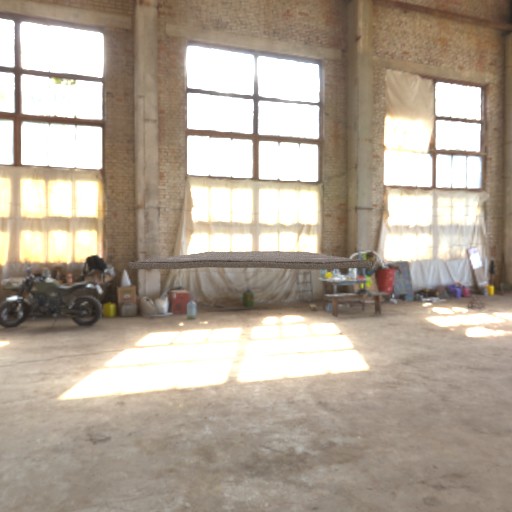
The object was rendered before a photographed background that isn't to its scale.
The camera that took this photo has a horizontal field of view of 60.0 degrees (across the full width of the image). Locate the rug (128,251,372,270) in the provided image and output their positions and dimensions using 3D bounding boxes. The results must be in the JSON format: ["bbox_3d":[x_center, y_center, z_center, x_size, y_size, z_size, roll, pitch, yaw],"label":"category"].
[{"bbox_3d":[0.000,0.000,2.691,0.832,0.035,2.381,0,1,1],"label":"rug"}]
